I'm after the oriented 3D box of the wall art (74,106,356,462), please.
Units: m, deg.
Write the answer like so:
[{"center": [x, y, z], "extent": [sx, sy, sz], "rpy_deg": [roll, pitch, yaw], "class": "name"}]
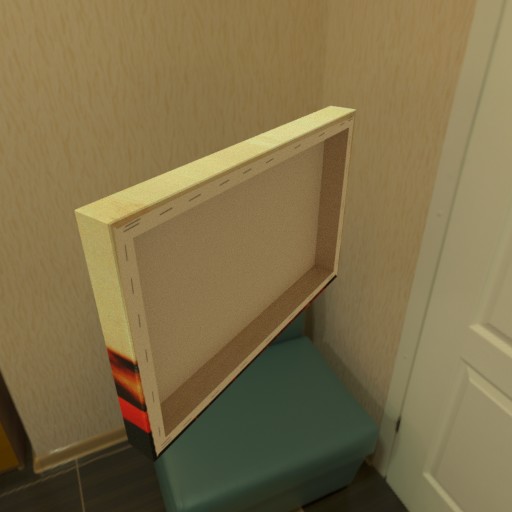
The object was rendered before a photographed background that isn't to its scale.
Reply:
[{"center": [0.000, 0.000, 0.493], "extent": [0.037, 0.251, 0.383], "rpy_deg": [20, 37, 30], "class": "wall art"}]
